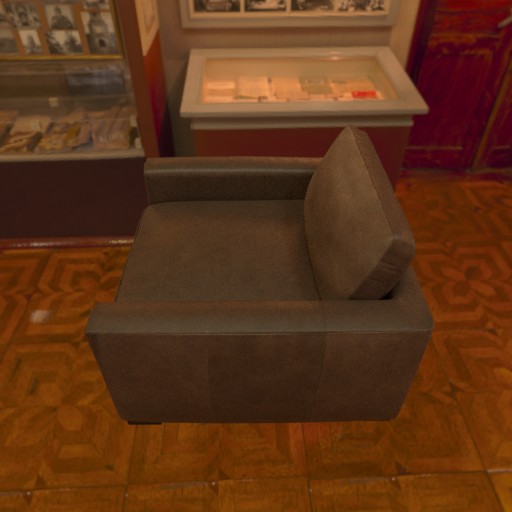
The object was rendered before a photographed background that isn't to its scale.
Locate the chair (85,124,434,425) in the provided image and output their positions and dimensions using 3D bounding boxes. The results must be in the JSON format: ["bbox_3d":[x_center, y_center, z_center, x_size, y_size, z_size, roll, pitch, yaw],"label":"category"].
[{"bbox_3d":[0.000,0.000,1.807,1.069,0.812,1.100,0,41,0],"label":"chair"}]
